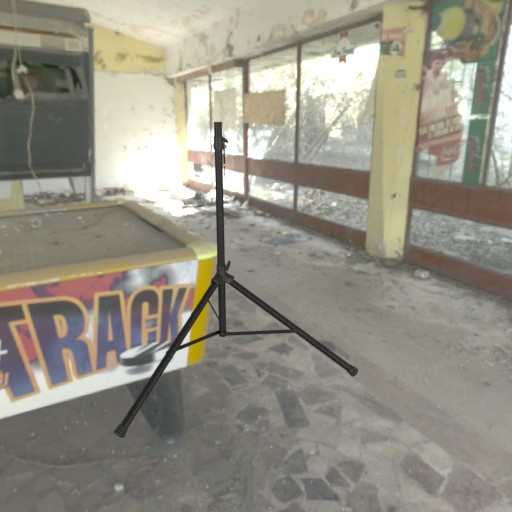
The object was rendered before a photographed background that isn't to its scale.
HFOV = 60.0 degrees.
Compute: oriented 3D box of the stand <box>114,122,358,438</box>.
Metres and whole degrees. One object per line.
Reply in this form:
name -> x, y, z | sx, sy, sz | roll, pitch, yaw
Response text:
stand -> 0.000, 0.000, 2.753 | 1.339, 1.595, 1.596 | 2, 16, 8
